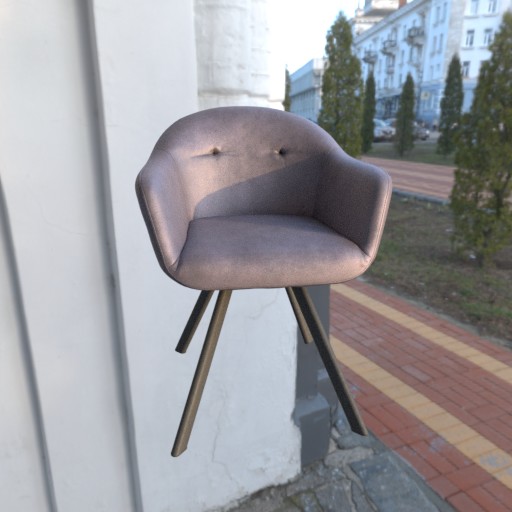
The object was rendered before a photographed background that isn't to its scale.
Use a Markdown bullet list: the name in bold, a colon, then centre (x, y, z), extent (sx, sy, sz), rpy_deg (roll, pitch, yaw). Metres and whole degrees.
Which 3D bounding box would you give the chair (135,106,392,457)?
- **chair**: centre (0.000, 0.000, 1.195), extent (0.567, 0.781, 0.544), rpy_deg (-3, 17, -8)
